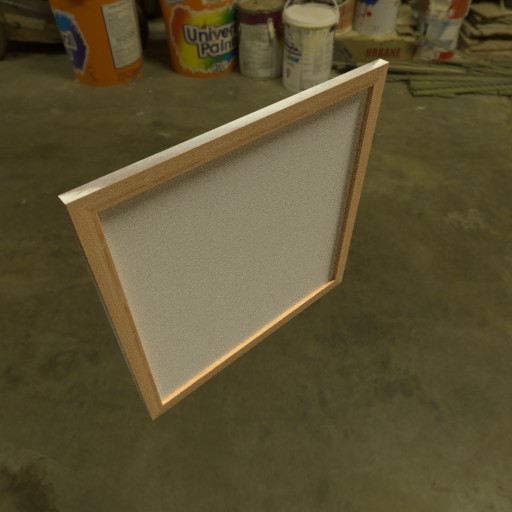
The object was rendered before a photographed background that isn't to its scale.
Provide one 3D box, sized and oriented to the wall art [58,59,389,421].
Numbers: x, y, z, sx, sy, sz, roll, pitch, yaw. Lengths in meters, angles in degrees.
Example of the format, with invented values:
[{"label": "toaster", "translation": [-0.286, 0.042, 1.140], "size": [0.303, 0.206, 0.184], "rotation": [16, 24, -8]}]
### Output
[{"label": "wall art", "translation": [0.000, 0.000, 1.106], "size": [0.762, 0.762, 0.027], "rotation": [-32, 54, -27]}]
